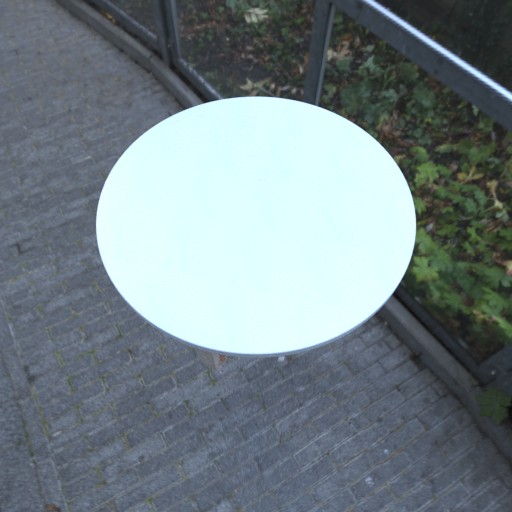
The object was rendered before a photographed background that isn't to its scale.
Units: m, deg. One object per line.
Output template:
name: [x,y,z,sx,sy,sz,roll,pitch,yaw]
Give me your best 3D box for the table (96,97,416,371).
table: [0.000,0.000,1.015,0.600,0.400,0.600,0,59,0]
